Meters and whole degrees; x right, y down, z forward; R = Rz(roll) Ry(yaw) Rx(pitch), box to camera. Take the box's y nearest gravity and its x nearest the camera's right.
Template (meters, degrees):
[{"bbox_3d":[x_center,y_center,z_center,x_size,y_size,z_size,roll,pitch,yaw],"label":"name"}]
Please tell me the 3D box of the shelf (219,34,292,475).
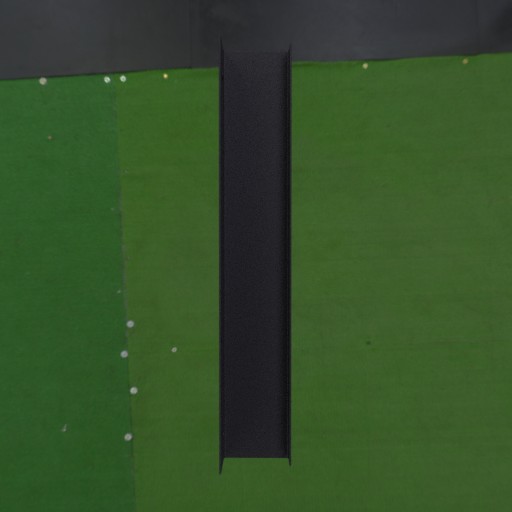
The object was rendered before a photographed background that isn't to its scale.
[{"bbox_3d":[0.000,0.000,0.634,0.102,0.053,0.605,0,91,1],"label":"shelf"}]
